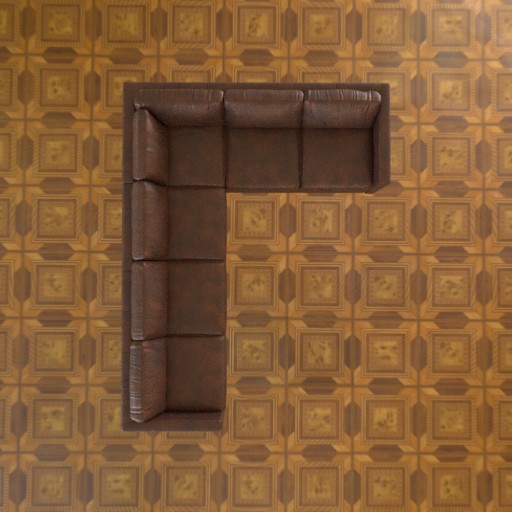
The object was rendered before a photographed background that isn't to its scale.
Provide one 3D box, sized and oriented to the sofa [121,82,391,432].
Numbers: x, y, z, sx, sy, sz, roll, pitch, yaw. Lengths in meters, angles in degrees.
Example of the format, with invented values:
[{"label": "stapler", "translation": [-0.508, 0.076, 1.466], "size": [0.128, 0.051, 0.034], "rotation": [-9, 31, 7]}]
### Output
[{"label": "sofa", "translation": [0.000, 0.000, 4.262], "size": [2.438, 0.836, 3.152], "rotation": [0, 89, 0]}]
